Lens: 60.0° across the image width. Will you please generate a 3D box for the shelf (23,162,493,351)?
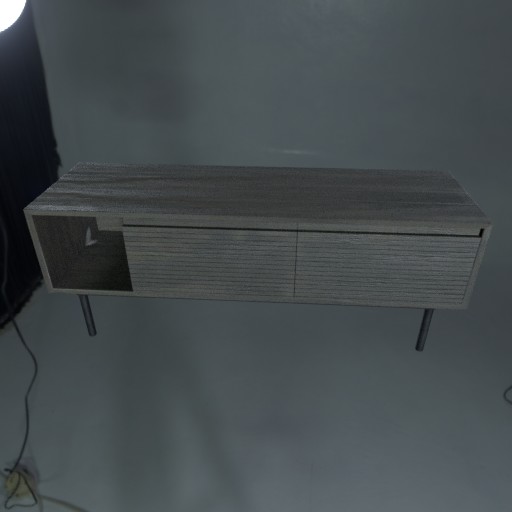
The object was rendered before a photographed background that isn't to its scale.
[{"bbox_3d":[0.000,0.000,1.515,1.300,0.495,0.400,2,31,3],"label":"shelf"}]
